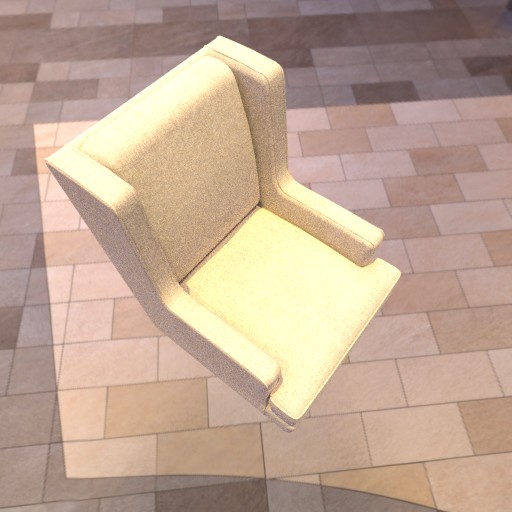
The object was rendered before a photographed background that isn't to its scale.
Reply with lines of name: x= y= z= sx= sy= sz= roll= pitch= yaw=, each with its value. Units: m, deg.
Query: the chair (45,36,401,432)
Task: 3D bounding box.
chair: x=0.000 y=0.000 z=1.697 sx=0.948 sy=1.082 sz=0.764 roll=34 pitch=64 yaw=19
